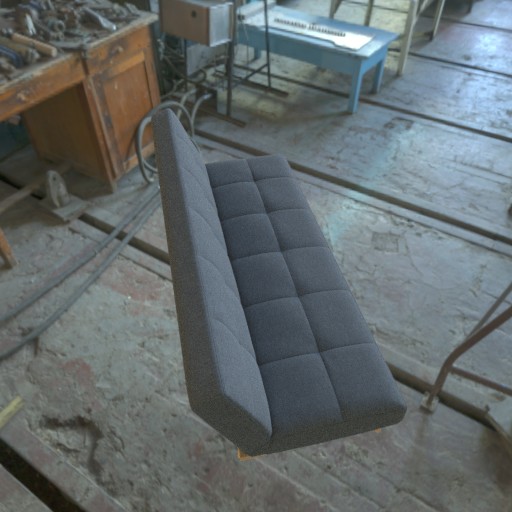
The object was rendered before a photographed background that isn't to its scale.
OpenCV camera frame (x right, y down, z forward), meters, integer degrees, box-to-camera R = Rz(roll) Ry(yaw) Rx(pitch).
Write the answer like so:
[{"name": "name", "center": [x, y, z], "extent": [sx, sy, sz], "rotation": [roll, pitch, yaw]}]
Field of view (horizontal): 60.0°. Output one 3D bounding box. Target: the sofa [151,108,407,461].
[{"name": "sofa", "center": [0.000, 0.000, 2.223], "extent": [0.820, 0.770, 1.820], "rotation": [-10, 47, -9]}]
